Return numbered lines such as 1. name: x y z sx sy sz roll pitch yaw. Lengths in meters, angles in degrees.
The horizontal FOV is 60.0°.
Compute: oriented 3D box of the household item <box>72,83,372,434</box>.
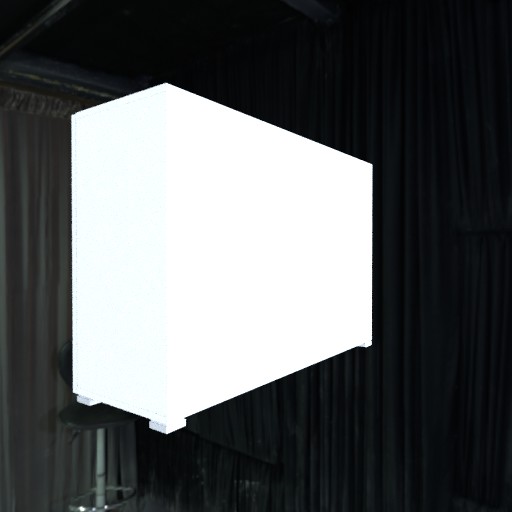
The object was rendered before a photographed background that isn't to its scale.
1. household item: 0.000 0.000 1.740 0.420 0.867 1.300 1 1 37
